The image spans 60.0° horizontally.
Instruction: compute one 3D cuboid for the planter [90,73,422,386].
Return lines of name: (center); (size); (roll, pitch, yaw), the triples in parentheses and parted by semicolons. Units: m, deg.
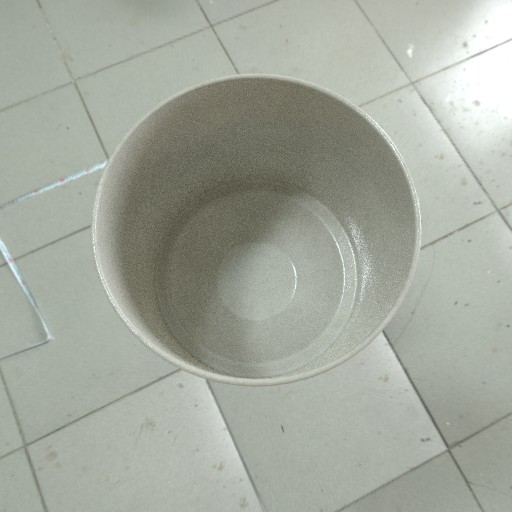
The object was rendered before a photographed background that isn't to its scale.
planter: (0.000, 0.000, 0.450); (0.250, 0.239, 0.250); (0, 75, 0)
